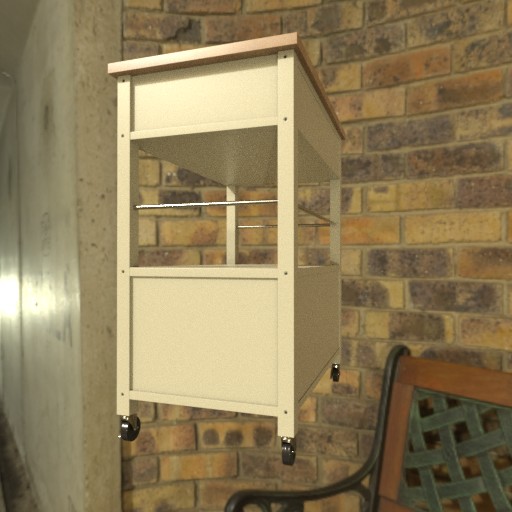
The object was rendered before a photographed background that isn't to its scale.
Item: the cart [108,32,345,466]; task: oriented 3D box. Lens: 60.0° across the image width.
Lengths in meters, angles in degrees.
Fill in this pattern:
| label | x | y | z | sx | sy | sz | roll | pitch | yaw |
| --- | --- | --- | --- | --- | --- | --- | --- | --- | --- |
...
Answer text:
| label | x | y | z | sx | sy | sz | roll | pitch | yaw |
| --- | --- | --- | --- | --- | --- | --- | --- | --- | --- |
| cart | 0.000 | 0.000 | 1.365 | 0.459 | 0.901 | 0.840 | 0 | 0 | 19 |
